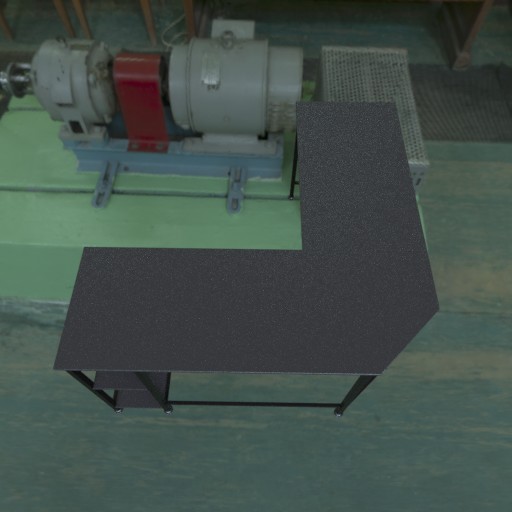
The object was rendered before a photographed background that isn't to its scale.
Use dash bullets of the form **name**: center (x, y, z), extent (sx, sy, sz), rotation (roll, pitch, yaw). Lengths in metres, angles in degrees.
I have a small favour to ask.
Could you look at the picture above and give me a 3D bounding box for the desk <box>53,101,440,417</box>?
- **desk**: center (0.000, 0.000, 2.194), extent (1.379, 0.739, 1.379), rotation (1, 59, 0)
